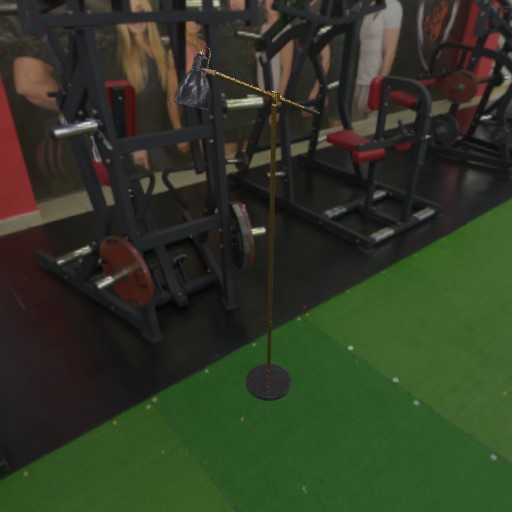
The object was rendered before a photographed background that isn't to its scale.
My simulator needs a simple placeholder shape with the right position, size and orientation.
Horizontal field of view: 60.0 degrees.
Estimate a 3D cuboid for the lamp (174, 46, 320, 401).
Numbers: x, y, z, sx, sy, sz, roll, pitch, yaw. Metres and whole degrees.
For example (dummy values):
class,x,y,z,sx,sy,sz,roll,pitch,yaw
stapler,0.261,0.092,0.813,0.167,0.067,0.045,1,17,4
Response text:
class,x,y,z,sx,sy,sz,roll,pitch,yaw
lamp,0.000,0.000,1.867,0.618,1.628,0.235,-21,37,-31
